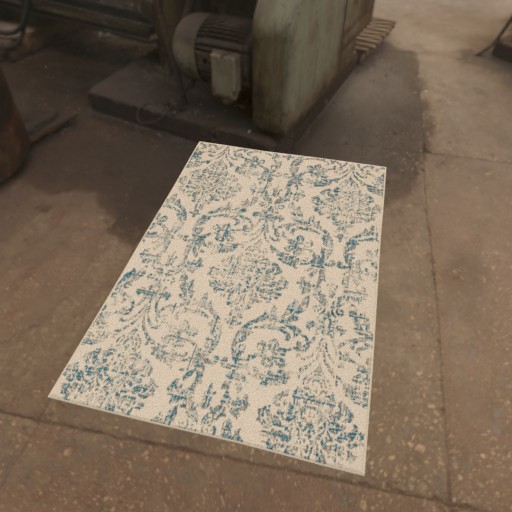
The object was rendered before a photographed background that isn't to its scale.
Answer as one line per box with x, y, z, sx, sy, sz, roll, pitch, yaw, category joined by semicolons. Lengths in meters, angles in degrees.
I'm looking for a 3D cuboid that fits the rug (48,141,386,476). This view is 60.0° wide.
0.000;0.000;2.220;1.213;0.012;1.831;10;48;9;rug
